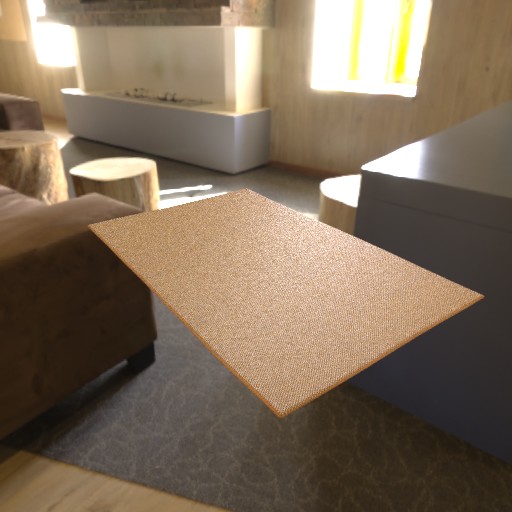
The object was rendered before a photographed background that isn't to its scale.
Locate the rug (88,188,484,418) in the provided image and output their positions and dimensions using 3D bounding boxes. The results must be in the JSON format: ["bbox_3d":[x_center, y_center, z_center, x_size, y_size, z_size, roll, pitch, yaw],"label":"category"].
[{"bbox_3d":[0.000,0.000,2.110,1.078,0.013,1.678,-19,33,-32],"label":"rug"}]
